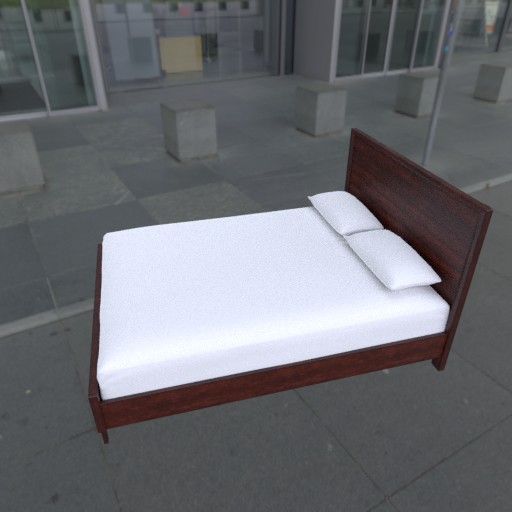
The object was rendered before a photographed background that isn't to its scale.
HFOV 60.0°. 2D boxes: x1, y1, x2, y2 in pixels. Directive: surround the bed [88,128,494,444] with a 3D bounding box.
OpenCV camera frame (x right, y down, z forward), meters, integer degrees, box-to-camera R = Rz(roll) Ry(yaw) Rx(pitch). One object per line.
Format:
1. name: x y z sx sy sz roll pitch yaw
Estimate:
1. bed: 0.000 0.000 3.872 2.803 1.492 2.040 -8 32 -13
